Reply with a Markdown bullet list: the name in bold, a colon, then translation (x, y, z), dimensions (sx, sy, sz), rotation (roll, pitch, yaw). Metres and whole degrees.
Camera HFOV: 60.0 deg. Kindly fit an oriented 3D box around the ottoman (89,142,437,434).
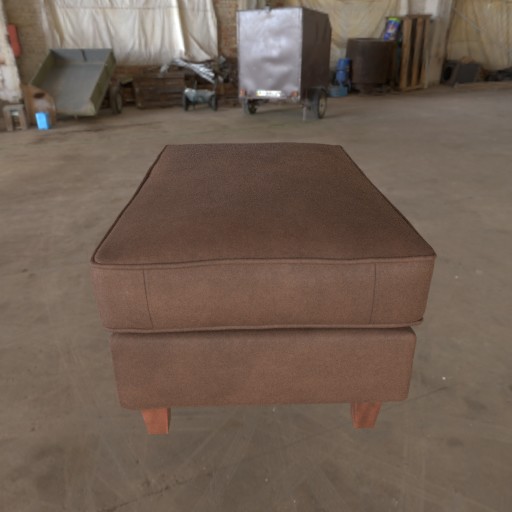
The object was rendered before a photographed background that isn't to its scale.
- **ottoman**: translation (0.000, 0.000, 1.170), dimensions (0.596, 0.481, 0.860), rotation (-1, 27, -2)
